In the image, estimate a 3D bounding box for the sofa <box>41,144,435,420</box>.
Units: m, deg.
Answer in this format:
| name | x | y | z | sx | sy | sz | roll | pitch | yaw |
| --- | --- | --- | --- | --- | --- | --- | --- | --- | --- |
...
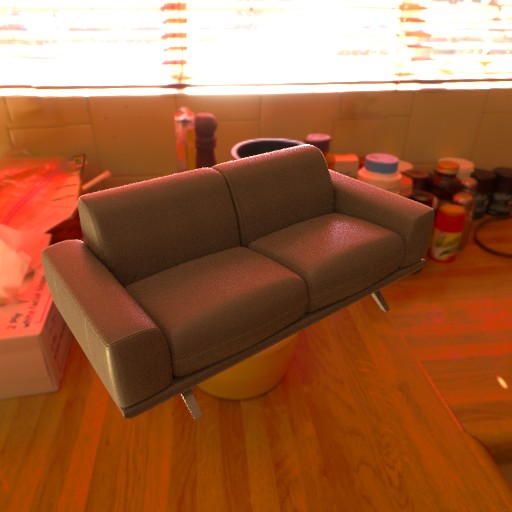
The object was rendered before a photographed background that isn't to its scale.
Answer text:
| name | x | y | z | sx | sy | sz | roll | pitch | yaw |
| --- | --- | --- | --- | --- | --- | --- | --- | --- | --- |
| sofa | 0.000 | 0.000 | 2.339 | 1.901 | 0.772 | 0.900 | -21 | 36 | -31 |
